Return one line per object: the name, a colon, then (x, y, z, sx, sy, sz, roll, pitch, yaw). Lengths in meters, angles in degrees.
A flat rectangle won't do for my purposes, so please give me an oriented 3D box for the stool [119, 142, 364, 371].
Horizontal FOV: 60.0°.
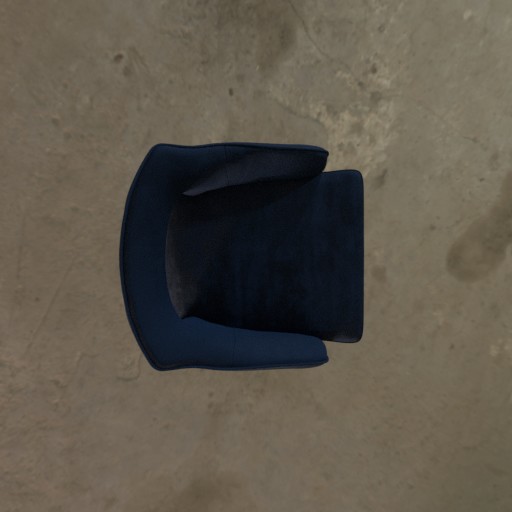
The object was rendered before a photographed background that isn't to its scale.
stool: (0.000, 0.000, 1.349, 0.560, 1.041, 0.550, 0, 90, -2)
